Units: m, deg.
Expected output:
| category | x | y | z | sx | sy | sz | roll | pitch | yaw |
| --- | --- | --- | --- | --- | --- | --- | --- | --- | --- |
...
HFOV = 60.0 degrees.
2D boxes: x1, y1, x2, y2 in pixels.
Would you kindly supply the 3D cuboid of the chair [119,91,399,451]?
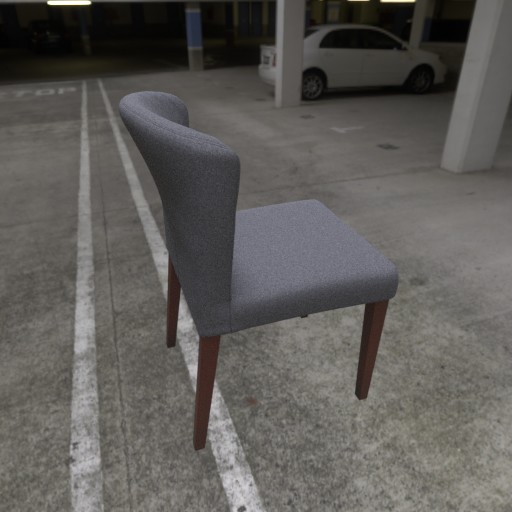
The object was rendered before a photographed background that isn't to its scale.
| category | x | y | z | sx | sy | sz | roll | pitch | yaw |
| --- | --- | --- | --- | --- | --- | --- | --- | --- | --- |
| chair | 0.000 | 0.000 | 1.191 | 0.592 | 0.839 | 0.491 | -10 | 32 | -17 |
